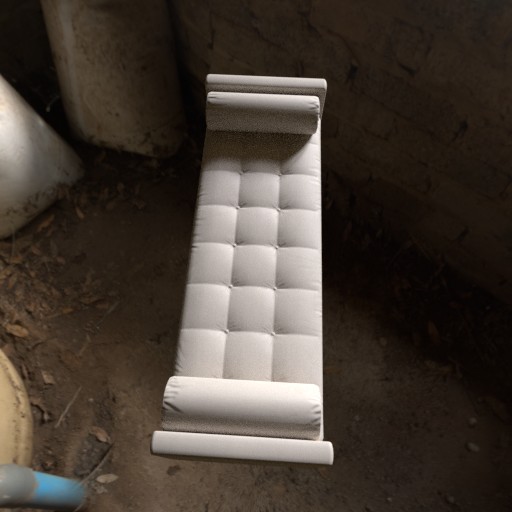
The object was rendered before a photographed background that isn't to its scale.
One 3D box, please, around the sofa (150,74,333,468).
[{"bbox_3d":[0.000,0.000,2.333,0.686,0.635,1.981,3,64,1],"label":"sofa"}]
